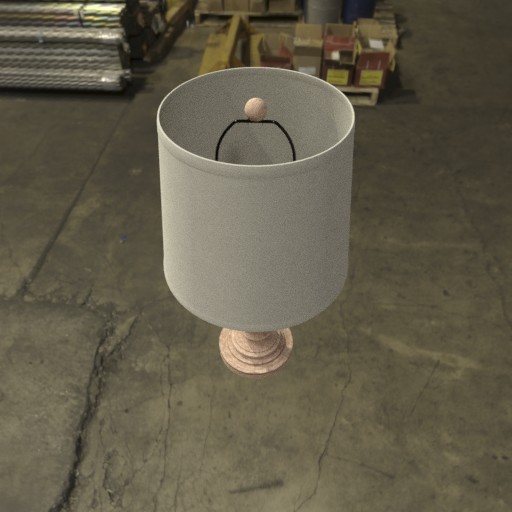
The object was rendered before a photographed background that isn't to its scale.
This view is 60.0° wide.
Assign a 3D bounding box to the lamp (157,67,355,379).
[{"bbox_3d":[0.000,0.000,0.663,0.273,0.497,0.273,0,47,0],"label":"lamp"}]
